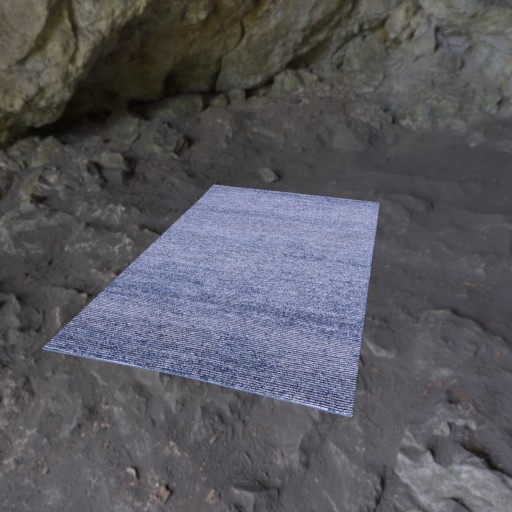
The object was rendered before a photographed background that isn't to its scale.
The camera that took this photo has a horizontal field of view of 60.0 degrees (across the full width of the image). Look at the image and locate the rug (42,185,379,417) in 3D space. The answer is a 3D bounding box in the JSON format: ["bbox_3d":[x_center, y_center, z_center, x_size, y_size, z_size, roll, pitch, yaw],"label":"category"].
[{"bbox_3d":[0.000,0.000,2.251,1.145,0.021,1.777,8,31,14],"label":"rug"}]
